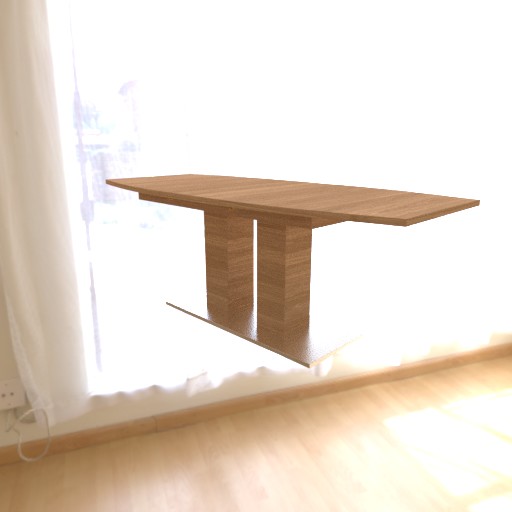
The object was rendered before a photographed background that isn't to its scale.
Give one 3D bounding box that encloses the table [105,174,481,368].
[{"bbox_3d":[0.000,0.000,2.444,2.032,0.750,0.900,14,20,43],"label":"table"}]
